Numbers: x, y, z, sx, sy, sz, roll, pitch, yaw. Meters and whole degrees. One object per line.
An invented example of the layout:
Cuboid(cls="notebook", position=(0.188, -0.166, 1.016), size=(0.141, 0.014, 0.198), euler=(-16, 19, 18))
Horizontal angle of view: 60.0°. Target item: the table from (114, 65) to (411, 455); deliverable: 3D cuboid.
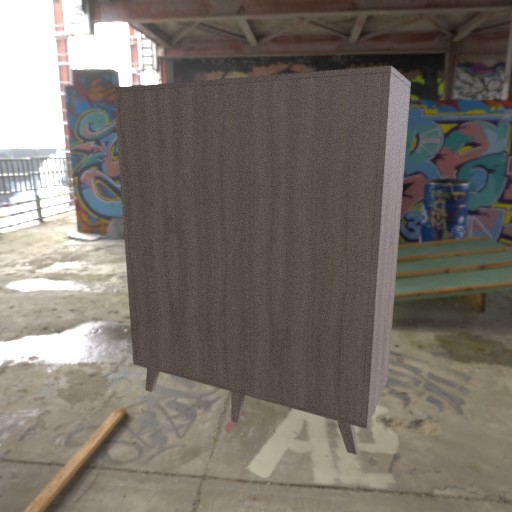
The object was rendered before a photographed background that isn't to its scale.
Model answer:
Cuboid(cls="table", position=(0.000, 0.000, 1.911), size=(1.111, 1.388, 0.398), euler=(7, 15, 26))
